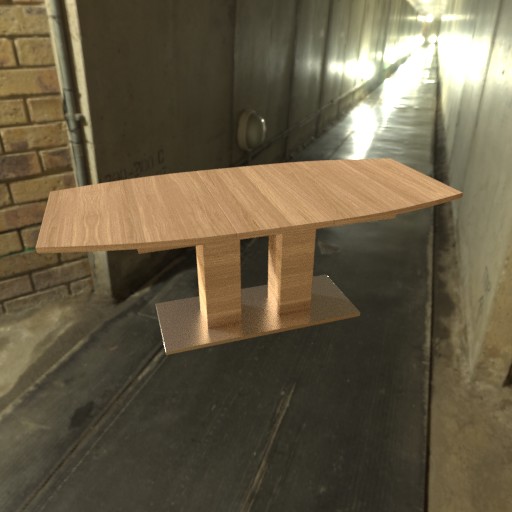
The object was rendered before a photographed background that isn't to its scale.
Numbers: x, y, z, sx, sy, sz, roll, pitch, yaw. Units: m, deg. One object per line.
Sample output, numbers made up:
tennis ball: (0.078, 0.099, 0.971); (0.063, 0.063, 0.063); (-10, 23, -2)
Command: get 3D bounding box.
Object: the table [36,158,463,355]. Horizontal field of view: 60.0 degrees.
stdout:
table: (0.000, 0.000, 2.473); (2.032, 0.750, 0.900); (-9, 29, -16)
